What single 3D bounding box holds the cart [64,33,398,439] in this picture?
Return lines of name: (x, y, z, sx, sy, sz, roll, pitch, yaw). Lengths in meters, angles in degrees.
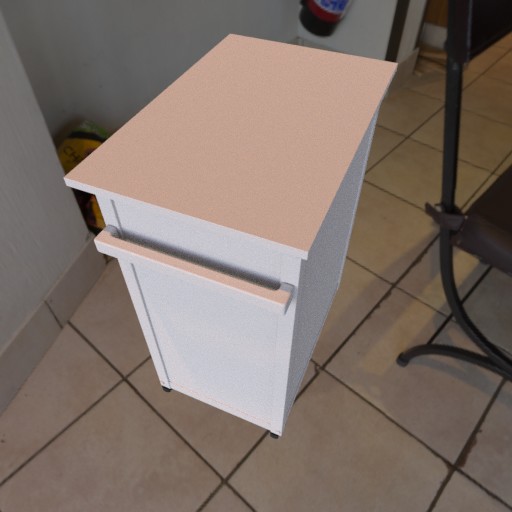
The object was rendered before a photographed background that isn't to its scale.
cart: (0.000, 0.000, 1.221, 0.442, 0.864, 0.683, 18, 50, 15)
